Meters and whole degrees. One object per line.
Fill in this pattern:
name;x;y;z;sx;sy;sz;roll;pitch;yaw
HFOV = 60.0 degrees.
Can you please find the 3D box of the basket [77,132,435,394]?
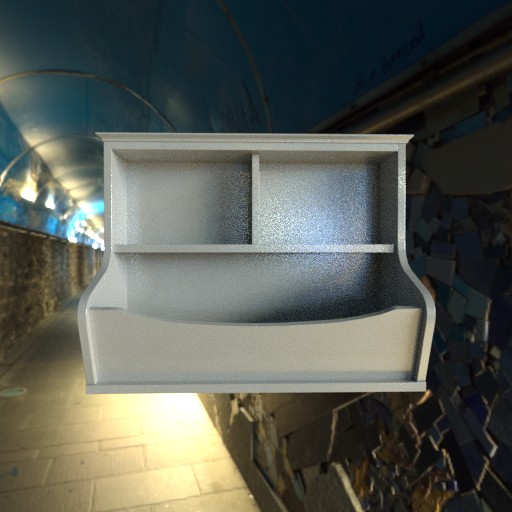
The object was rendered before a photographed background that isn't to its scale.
basket;0.000;0.000;1.100;0.780;0.600;0.350;0;1;-2
